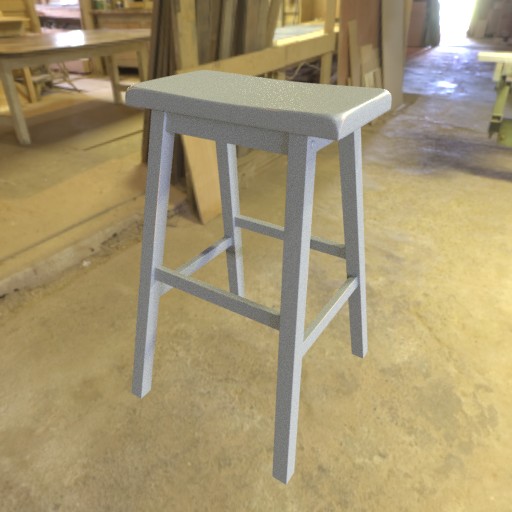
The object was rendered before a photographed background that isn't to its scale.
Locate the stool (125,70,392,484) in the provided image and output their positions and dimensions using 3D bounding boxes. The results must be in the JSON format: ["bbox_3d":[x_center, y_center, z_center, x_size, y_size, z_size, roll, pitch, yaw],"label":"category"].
[{"bbox_3d":[0.000,0.000,1.019,0.457,0.737,0.476,18,36,28],"label":"stool"}]
